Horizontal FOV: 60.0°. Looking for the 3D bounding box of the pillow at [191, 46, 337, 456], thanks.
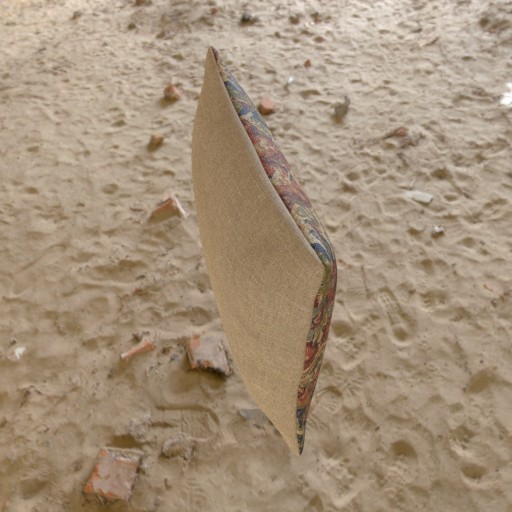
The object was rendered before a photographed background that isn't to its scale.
[{"bbox_3d":[0.000,0.000,0.766,0.166,0.506,0.523,-12,49,-11],"label":"pillow"}]
